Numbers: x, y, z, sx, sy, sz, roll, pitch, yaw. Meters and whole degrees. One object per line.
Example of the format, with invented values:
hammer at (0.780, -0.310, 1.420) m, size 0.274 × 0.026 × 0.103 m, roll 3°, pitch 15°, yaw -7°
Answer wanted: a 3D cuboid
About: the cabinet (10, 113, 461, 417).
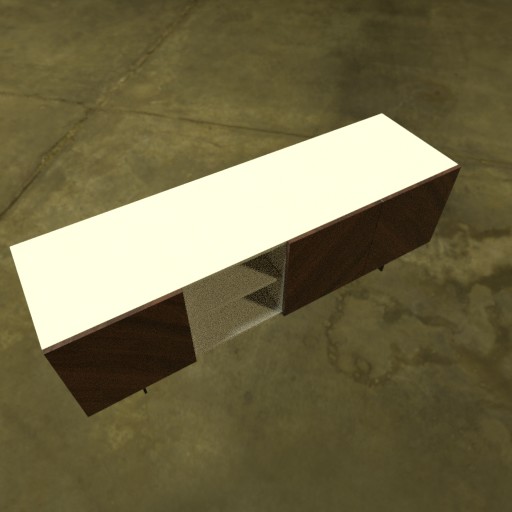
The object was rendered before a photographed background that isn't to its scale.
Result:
cabinet at (0.000, 0.000, 1.688) m, size 1.499 × 0.533 × 0.431 m, roll -24°, pitch 52°, yaw -20°
